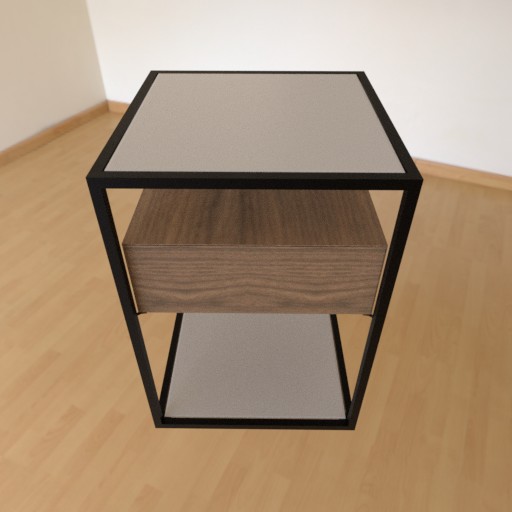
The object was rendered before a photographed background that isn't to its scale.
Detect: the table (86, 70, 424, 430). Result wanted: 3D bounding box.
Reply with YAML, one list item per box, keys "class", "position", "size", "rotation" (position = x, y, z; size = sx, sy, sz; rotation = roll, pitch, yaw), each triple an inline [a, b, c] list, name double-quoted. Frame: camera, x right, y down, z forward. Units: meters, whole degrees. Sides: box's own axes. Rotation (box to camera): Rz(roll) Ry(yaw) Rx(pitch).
- class: "table"
  position: [0.000, 0.000, 0.812]
  size: [0.378, 0.540, 0.378]
  rotation: [0, 40, 1]
